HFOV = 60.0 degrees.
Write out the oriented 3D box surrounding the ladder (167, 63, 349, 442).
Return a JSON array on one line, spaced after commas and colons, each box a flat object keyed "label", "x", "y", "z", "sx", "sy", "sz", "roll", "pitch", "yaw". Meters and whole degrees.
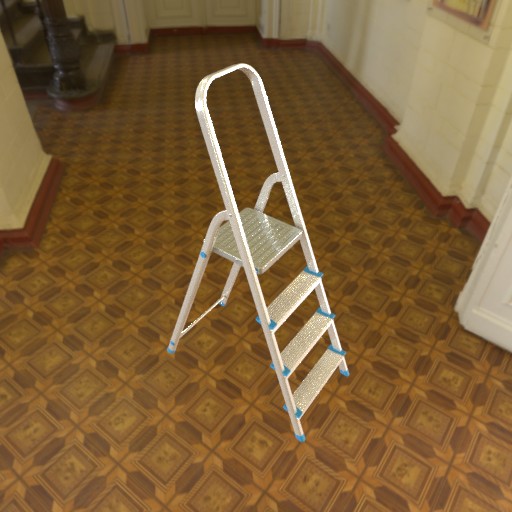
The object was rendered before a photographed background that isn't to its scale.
[{"label": "ladder", "x": 0.000, "y": 0.000, "z": 1.810, "sx": 0.842, "sy": 1.434, "sz": 0.445, "roll": 26, "pitch": 47, "yaw": 27}]
